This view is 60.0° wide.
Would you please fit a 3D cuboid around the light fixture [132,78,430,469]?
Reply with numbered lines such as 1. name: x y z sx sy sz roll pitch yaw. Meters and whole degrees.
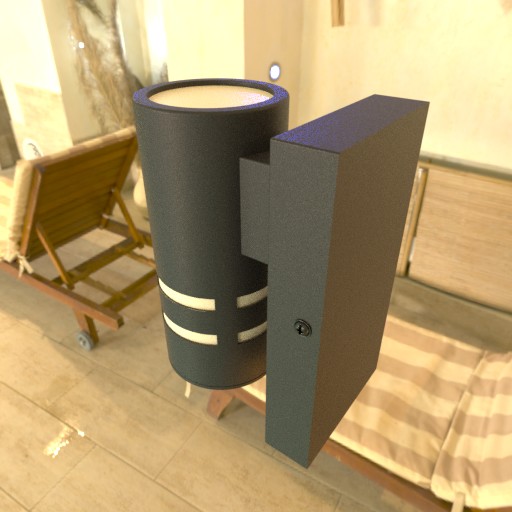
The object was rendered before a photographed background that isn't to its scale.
1. light fixture: 0.000 0.000 0.262 0.138 0.179 0.098 21 38 30
